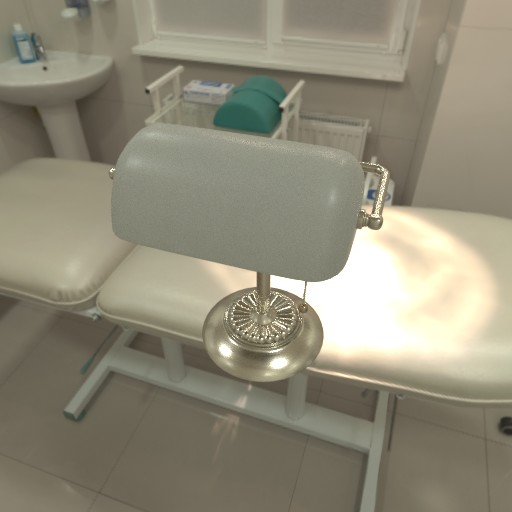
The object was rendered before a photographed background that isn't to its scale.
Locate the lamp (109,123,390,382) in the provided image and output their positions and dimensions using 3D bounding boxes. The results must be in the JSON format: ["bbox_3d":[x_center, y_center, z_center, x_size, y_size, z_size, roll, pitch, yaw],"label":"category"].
[{"bbox_3d":[0.000,0.000,0.523,0.264,0.339,0.243,12,42,14],"label":"lamp"}]
